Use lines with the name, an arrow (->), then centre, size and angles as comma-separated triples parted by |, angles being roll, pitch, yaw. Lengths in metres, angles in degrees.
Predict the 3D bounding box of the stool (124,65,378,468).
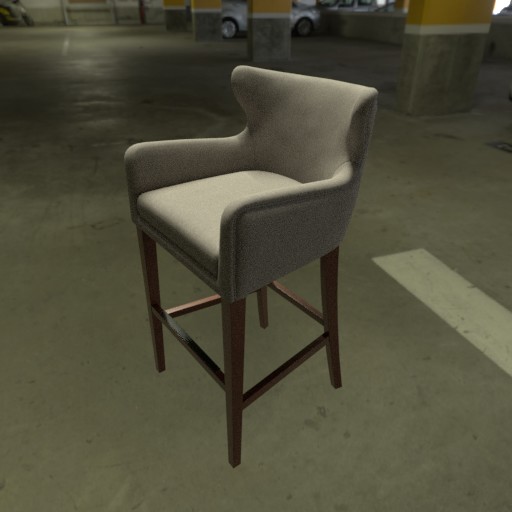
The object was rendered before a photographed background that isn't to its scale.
stool -> 0.000, 0.000, 1.406 | 0.575, 1.047, 0.575 | -21, 36, -32
